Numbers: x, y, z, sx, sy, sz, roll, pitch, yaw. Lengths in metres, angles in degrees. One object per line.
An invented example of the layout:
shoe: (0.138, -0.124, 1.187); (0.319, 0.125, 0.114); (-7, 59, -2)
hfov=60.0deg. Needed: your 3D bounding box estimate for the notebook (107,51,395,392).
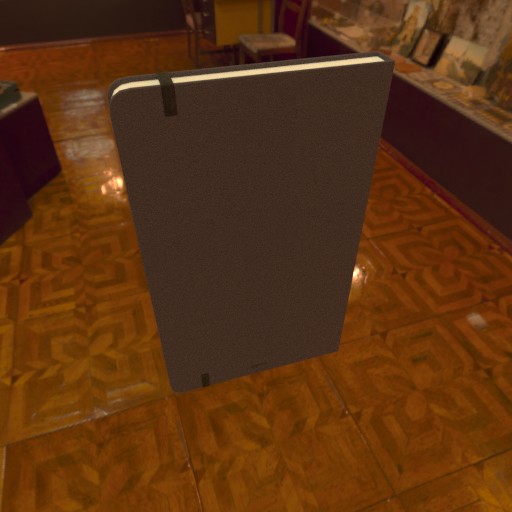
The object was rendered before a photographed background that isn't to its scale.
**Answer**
notebook: (0.000, 0.000, 0.260); (0.127, 0.213, 0.016); (-11, 42, -13)
